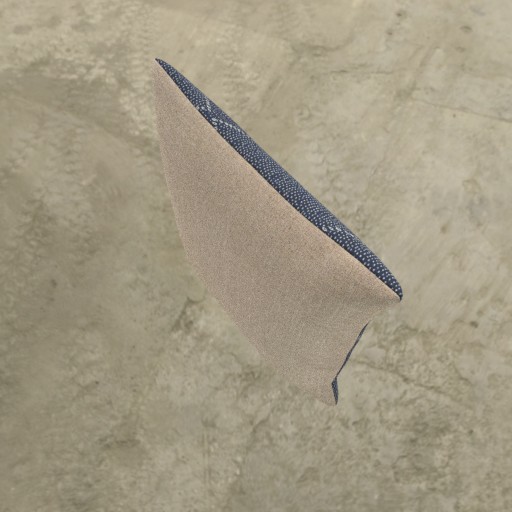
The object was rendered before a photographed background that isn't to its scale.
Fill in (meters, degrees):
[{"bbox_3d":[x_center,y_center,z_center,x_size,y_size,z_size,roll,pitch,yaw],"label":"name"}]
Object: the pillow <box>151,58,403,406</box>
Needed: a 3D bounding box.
[{"bbox_3d":[0.000,0.000,0.662,0.148,0.428,0.435,-33,64,-18],"label":"pillow"}]
